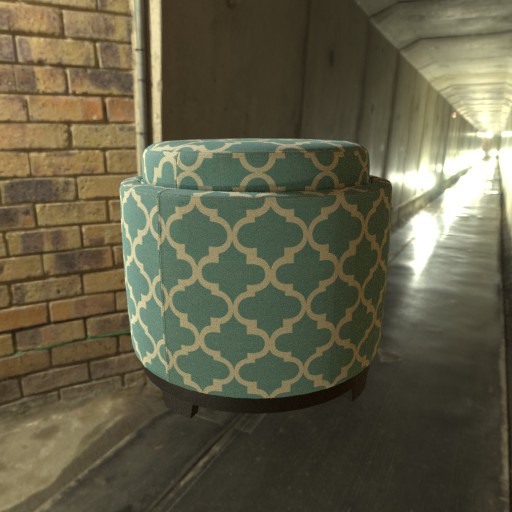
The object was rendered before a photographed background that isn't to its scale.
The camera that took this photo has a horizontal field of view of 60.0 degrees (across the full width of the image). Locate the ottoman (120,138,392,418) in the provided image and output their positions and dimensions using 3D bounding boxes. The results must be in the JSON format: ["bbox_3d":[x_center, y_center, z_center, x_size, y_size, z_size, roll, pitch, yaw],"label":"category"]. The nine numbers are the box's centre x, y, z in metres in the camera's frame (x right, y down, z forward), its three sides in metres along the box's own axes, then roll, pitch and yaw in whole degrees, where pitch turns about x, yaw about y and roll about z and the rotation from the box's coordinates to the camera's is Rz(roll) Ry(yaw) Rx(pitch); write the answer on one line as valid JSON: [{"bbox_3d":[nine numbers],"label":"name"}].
[{"bbox_3d":[0.000,0.000,0.839,0.480,0.429,0.480,0,15,0],"label":"ottoman"}]
